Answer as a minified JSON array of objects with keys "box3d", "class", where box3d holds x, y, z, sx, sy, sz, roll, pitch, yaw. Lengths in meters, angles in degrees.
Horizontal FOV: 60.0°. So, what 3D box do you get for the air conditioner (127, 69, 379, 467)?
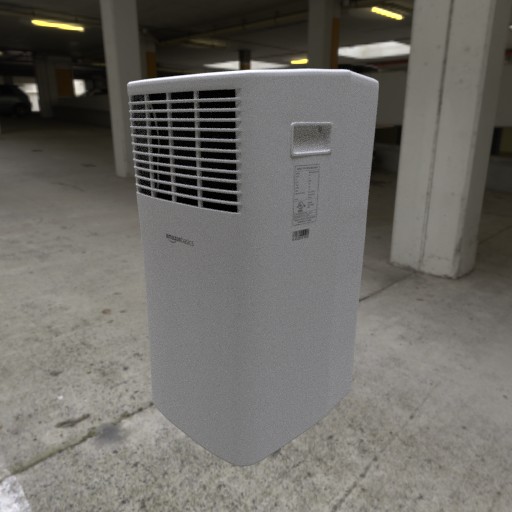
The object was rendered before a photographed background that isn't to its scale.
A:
[{"box3d":[0.000,0.000,0.796,0.304,0.606,0.349,16,24,42],"class":"air conditioner"}]
